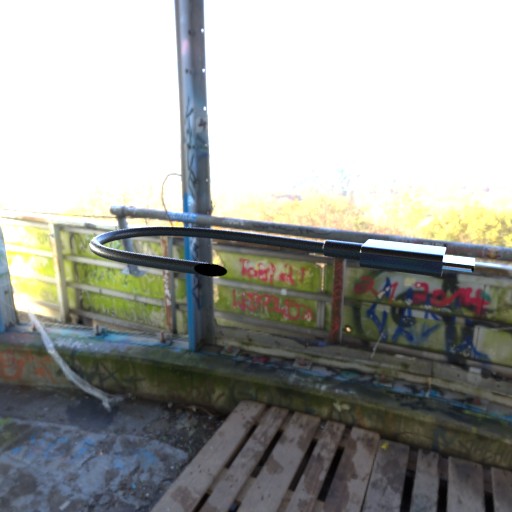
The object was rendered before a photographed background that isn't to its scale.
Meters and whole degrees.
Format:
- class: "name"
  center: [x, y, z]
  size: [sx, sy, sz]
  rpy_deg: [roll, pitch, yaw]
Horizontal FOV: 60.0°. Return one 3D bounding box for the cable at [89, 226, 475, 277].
- class: "cable"
  center: [0.000, 0.000, 0.111]
  size: [0.098, 0.006, 0.040]
  rpy_deg: [8, 18, 25]
